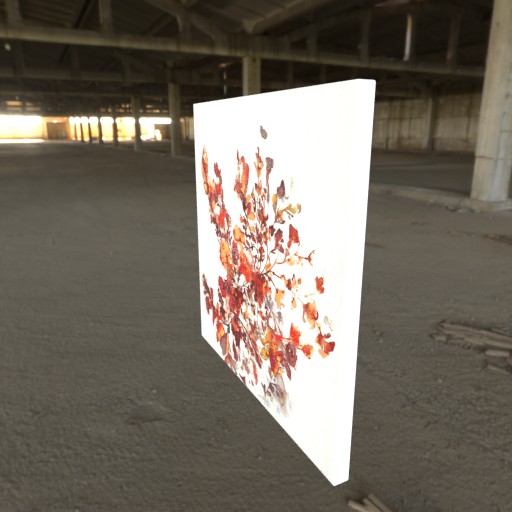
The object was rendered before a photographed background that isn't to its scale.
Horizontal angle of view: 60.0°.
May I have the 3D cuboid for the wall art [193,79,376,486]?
[{"bbox_3d":[0.000,0.000,1.110,0.037,0.757,0.757,-8,18,-26],"label":"wall art"}]
